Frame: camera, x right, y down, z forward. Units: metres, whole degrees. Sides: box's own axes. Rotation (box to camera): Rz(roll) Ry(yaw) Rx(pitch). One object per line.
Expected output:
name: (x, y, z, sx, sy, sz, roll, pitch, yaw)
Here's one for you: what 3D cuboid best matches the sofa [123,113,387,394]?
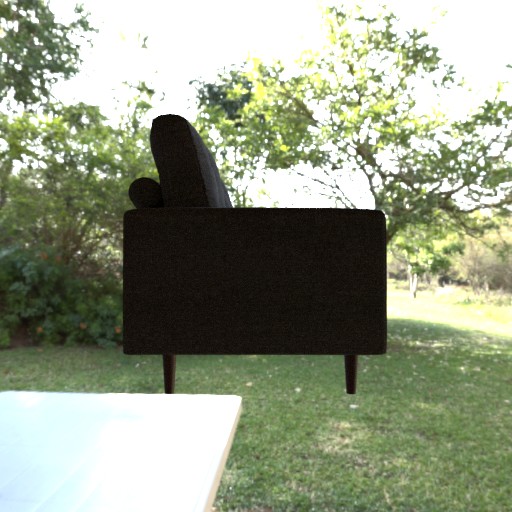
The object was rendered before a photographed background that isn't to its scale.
sofa: (0.000, 0.000, 1.997, 0.842, 0.907, 1.407, 0, -1, 0)
